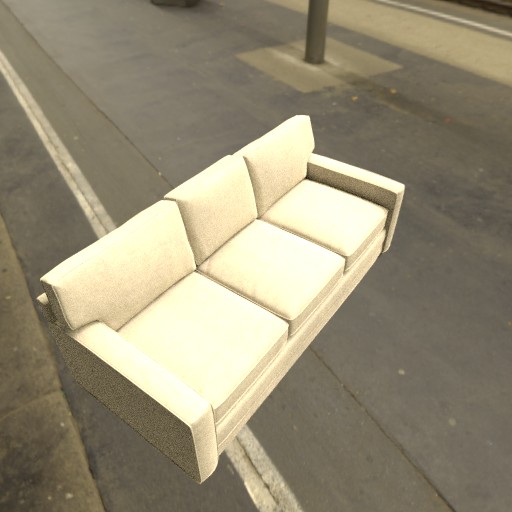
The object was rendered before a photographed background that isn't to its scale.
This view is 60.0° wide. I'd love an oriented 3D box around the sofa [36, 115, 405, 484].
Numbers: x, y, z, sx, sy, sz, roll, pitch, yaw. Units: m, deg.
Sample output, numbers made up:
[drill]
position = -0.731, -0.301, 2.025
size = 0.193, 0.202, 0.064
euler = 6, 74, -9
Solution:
[sofa]
position = 0.000, 0.000, 2.560
size = 0.936, 0.862, 2.093
euler = 26, 47, 26
